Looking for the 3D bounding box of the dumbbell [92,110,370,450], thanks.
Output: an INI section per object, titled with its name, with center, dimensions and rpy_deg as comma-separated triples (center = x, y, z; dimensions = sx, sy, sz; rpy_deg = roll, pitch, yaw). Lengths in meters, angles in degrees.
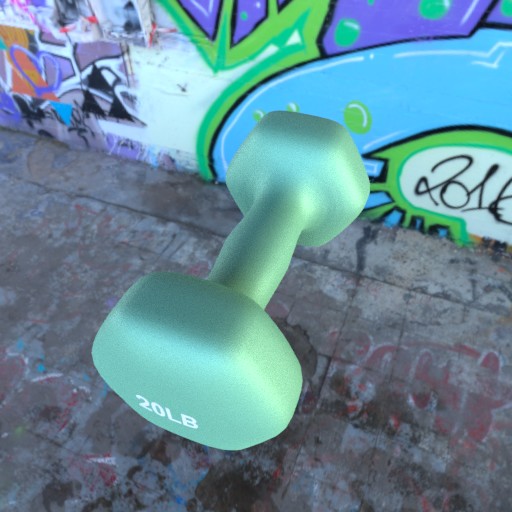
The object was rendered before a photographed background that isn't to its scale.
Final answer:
[dumbbell]
center = 0.000, 0.000, 0.328
dimensions = 0.129, 0.117, 0.260
rpy_deg = 16, 48, 15
